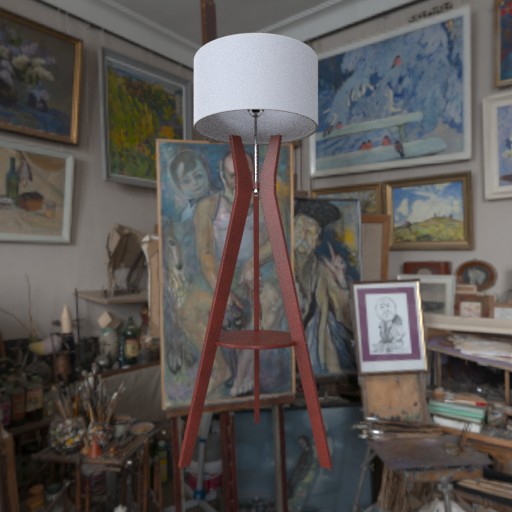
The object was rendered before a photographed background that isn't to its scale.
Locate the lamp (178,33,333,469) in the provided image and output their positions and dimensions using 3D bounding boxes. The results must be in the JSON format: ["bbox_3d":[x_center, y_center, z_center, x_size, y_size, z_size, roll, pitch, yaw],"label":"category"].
[{"bbox_3d":[0.000,0.000,1.731,0.539,1.472,0.542,0,0,1],"label":"lamp"}]
